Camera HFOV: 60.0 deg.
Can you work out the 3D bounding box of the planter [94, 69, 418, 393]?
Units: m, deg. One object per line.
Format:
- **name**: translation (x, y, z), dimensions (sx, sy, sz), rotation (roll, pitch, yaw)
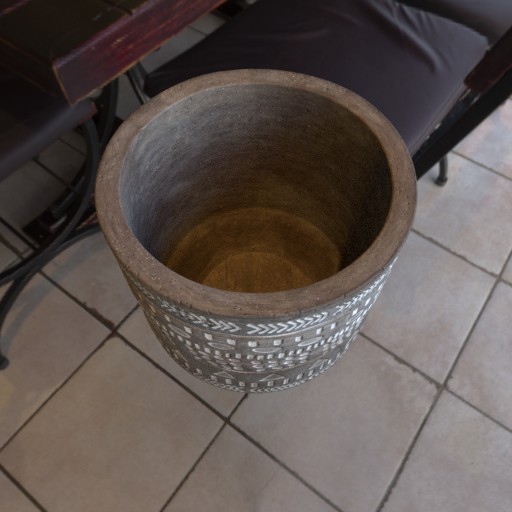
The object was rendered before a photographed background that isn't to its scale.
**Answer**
- **planter**: translation (0.000, 0.000, 0.259), dimensions (0.142, 0.149, 0.142), rotation (0, 59, 0)
